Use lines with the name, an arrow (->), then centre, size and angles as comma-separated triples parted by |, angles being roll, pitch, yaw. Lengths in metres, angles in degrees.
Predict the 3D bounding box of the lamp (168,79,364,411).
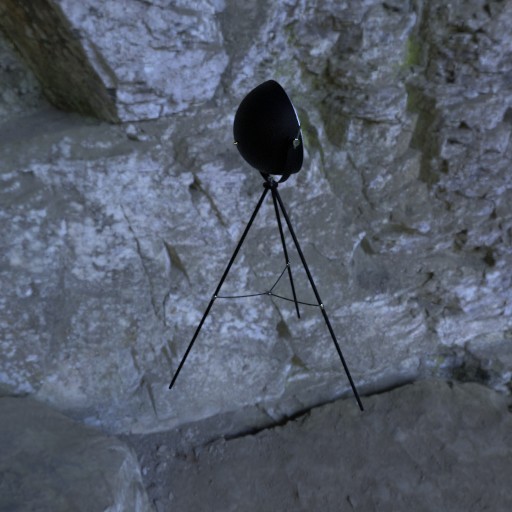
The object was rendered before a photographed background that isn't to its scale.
lamp -> 0.000, 0.000, 2.046 | 0.920, 1.512, 0.817 | -10, 30, -18
